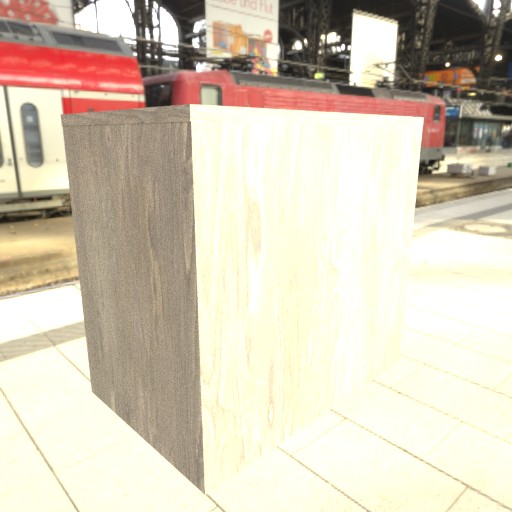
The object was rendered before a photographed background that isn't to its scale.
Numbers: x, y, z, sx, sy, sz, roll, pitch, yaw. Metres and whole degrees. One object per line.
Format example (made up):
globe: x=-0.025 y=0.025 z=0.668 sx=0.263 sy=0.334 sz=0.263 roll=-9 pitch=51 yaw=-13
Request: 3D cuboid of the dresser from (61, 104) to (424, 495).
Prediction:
dresser: x=0.000 y=0.000 z=1.265 sx=0.809 sy=0.762 sz=0.529 roll=-14 pitch=21 yaw=-42
